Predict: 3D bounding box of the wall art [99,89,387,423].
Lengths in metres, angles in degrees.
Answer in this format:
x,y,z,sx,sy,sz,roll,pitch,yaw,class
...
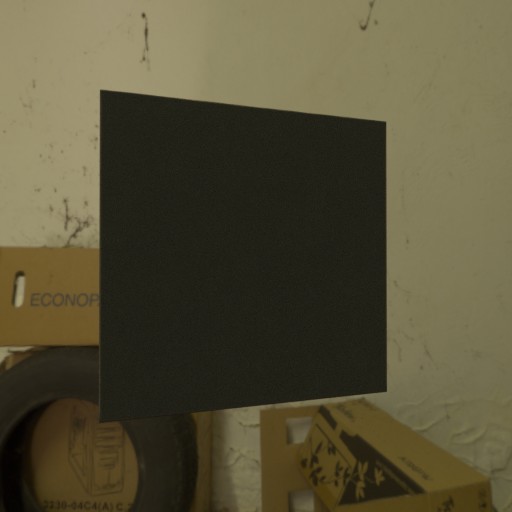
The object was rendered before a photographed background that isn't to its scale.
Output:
x,y,z,sx,sy,sz,roll,pitch,yaw,class
0.000,0.000,0.457,0.304,0.303,0.015,0,-1,-18,wall art
